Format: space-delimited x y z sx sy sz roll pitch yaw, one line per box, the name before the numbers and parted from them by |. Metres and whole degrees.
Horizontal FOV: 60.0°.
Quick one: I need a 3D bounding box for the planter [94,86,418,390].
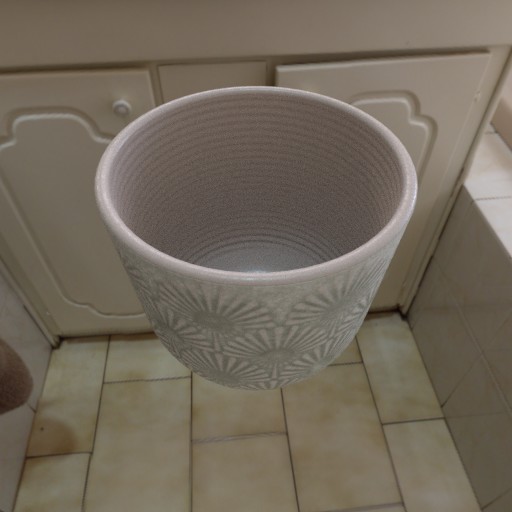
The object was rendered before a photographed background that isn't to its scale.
planter | 0.000 0.000 0.293 0.170 0.152 0.170 0 48 0
